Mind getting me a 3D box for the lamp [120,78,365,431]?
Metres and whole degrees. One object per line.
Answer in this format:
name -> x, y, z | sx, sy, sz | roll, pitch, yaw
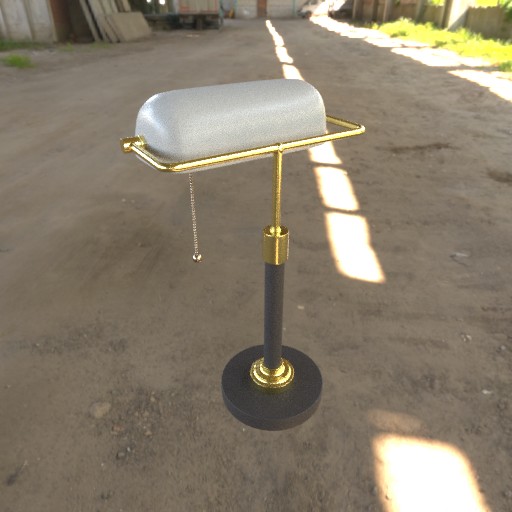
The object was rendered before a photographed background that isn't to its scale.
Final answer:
lamp -> 0.000, 0.000, 0.566 | 0.269, 0.404, 0.227 | -18, 35, -28
